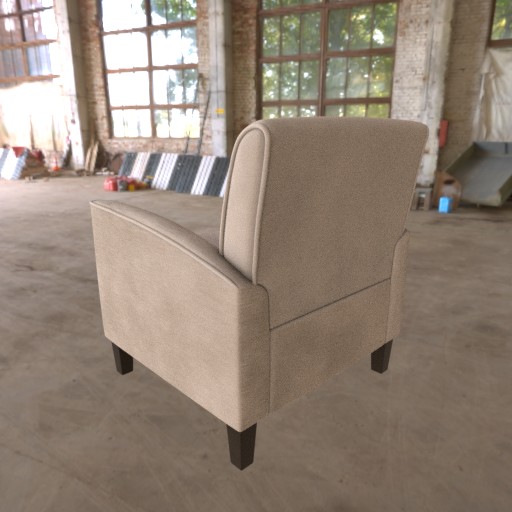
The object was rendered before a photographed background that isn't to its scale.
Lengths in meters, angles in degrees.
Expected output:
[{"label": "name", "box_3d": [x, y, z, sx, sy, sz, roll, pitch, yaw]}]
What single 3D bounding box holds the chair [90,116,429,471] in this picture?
[{"label": "chair", "box_3d": [0.000, 0.000, 1.544, 0.820, 0.915, 0.821, -15, 22, -42]}]
